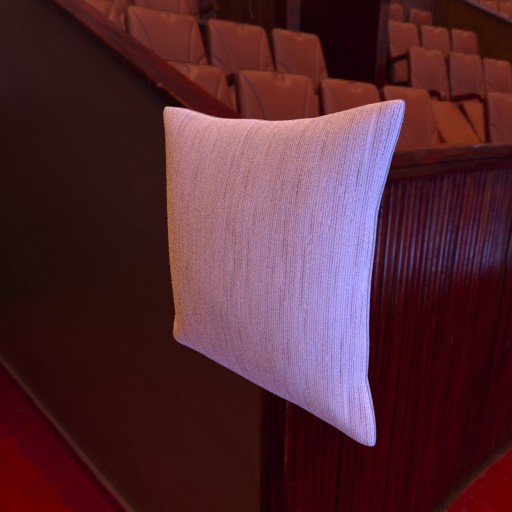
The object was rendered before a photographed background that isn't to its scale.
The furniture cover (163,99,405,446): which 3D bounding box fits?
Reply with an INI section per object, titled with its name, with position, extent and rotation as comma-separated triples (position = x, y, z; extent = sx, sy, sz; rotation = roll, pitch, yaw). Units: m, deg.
[furniture cover]
position = 0.000, 0.000, 0.778
extent = 0.512, 0.506, 0.178
rotation = 16, 23, 42
